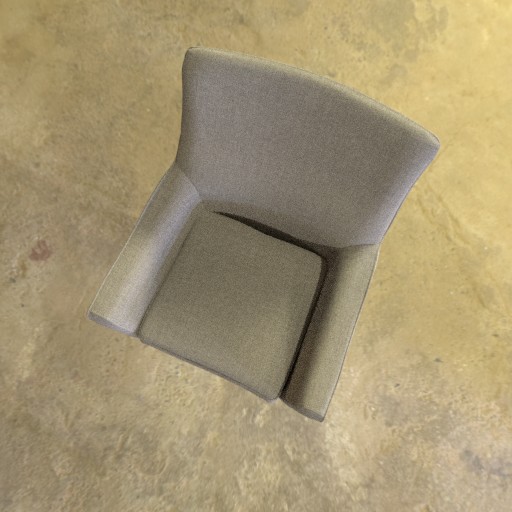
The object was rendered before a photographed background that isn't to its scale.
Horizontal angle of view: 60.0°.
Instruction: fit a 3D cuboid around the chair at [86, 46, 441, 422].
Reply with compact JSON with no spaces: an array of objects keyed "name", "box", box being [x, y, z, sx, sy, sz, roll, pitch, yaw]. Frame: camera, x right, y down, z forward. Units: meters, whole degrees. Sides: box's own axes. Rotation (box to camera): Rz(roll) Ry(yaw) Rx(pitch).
[{"name":"chair","box":[0.000,0.000,1.763,0.887,1.047,0.993,22,77,5]}]
